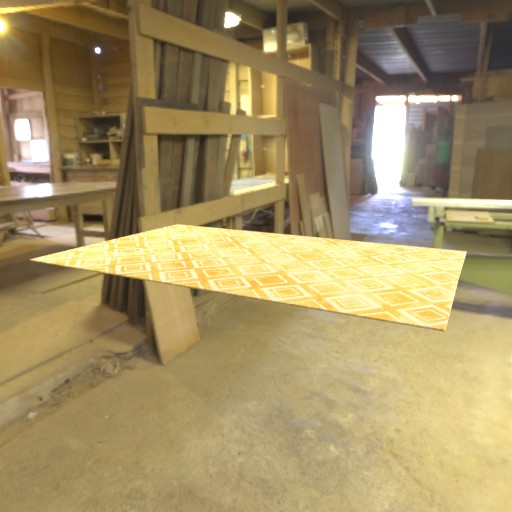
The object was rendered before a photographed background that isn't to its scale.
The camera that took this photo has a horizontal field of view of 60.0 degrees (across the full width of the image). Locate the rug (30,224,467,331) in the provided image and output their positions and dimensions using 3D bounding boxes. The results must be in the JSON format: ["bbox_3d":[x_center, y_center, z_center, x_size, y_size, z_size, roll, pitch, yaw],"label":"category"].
[{"bbox_3d":[0.000,0.000,2.889,2.424,0.010,1.511,7,15,27],"label":"rug"}]
